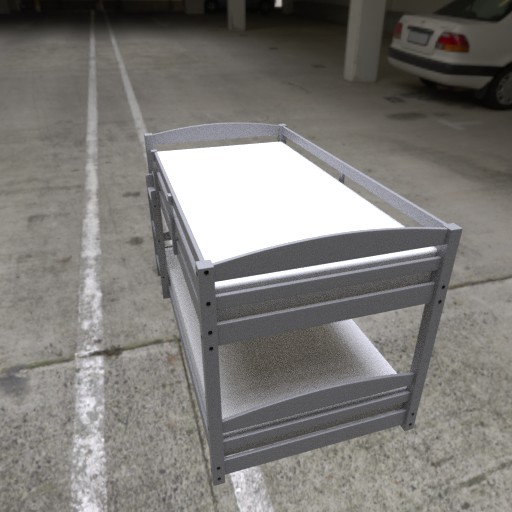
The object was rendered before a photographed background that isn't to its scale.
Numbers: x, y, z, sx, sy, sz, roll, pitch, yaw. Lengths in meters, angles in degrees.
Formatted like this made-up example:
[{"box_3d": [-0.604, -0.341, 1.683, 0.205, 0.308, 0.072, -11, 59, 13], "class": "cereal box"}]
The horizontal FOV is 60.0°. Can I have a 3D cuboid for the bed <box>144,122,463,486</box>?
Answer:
[{"box_3d": [0.000, 0.000, 2.736, 1.105, 1.206, 2.013, -9, 30, -15], "class": "bed"}]
